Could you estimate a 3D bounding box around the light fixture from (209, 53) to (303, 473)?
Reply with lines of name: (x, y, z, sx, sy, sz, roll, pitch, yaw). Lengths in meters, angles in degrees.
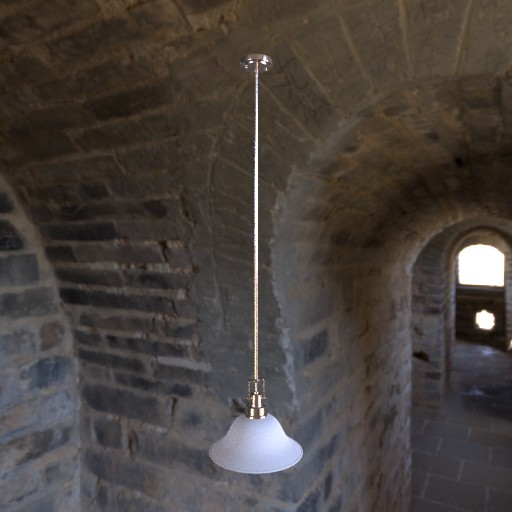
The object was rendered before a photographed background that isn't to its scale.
light fixture: (0.000, 0.000, 1.540, 0.324, 1.354, 0.324, 0, 0, -17)
